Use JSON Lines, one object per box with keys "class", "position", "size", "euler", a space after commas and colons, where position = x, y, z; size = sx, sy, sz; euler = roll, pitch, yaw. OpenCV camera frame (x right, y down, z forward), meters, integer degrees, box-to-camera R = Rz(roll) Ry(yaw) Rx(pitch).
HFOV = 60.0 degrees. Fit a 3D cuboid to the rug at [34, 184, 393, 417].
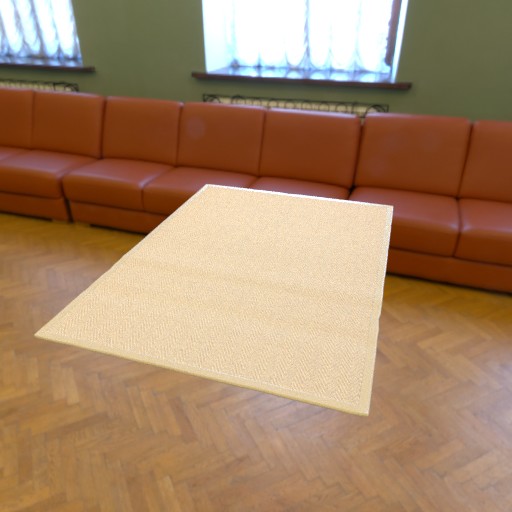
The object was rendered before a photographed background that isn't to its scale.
{"class": "rug", "position": [0.000, 0.000, 4.828], "size": [2.734, 0.037, 3.659], "euler": [9, 31, 15]}
